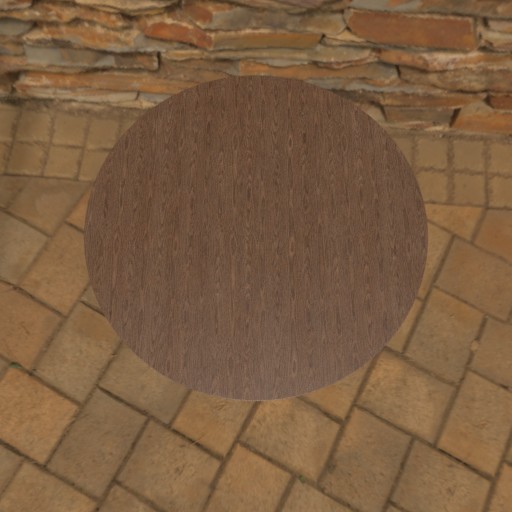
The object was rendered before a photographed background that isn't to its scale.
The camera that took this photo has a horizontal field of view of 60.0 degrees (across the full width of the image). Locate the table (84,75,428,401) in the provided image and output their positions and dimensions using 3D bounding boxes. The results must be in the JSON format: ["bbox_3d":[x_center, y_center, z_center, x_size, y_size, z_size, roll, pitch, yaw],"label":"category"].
[{"bbox_3d":[0.000,0.000,1.740,1.053,0.786,1.053,0,74,0],"label":"table"}]
